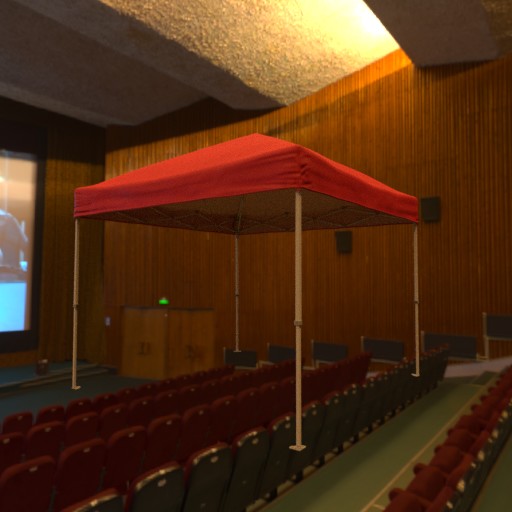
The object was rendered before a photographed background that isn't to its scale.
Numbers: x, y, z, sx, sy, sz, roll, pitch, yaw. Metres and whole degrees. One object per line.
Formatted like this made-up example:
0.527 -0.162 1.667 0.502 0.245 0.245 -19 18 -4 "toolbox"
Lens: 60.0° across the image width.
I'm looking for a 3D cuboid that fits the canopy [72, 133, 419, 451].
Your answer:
0.000 0.000 5.347 2.998 2.997 2.996 -2 -3 36 "canopy"
